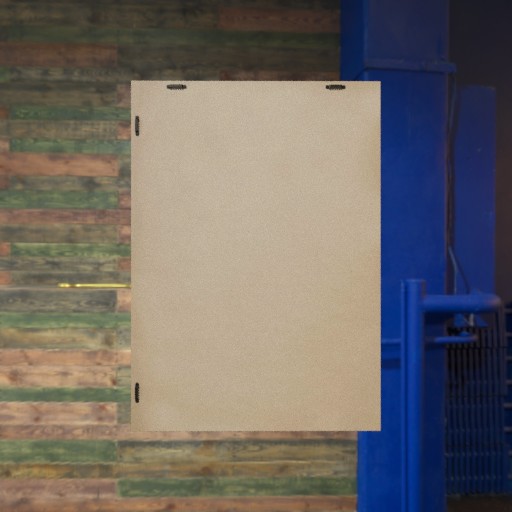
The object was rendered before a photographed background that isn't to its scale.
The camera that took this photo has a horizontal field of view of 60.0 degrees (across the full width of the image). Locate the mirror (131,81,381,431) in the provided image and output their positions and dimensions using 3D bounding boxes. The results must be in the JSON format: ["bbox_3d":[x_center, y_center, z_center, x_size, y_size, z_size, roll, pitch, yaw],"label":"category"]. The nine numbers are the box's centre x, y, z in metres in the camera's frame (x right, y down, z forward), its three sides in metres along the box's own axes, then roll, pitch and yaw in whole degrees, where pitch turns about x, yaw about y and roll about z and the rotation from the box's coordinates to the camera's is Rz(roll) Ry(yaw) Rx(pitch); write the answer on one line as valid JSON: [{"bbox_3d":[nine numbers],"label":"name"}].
[{"bbox_3d":[0.000,0.000,0.914,0.508,0.711,0.039,0,0,0],"label":"mirror"}]
